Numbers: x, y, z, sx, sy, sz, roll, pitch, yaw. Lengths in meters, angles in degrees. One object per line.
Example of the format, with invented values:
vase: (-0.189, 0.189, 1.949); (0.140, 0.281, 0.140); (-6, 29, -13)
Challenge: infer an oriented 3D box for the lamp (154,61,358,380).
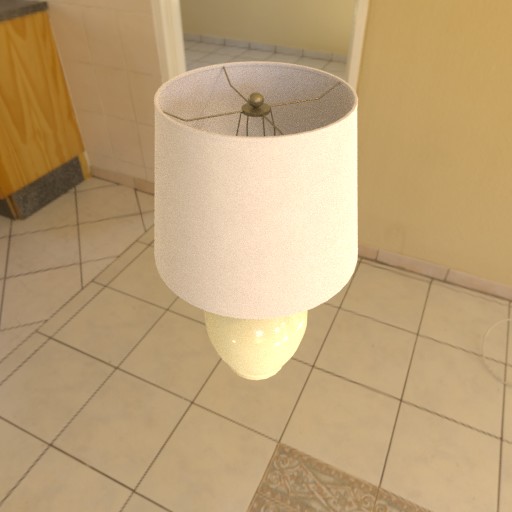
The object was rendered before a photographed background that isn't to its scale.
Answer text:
lamp: (0.000, 0.000, 0.543); (0.239, 0.399, 0.239); (0, 41, 0)
